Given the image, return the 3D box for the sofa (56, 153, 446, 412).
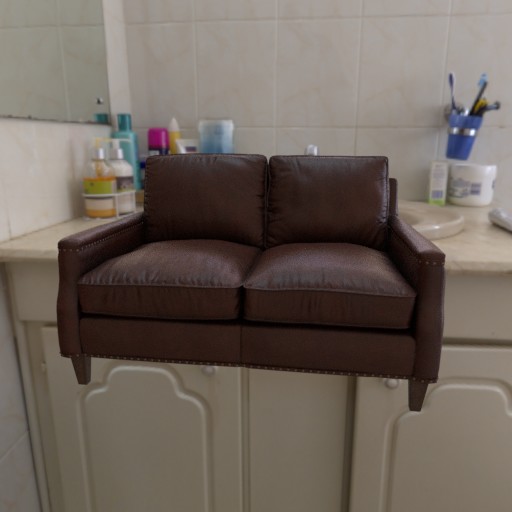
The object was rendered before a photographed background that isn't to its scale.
[{"bbox_3d":[0.000,0.000,2.244,1.628,1.003,1.083,2,14,8],"label":"sofa"}]
